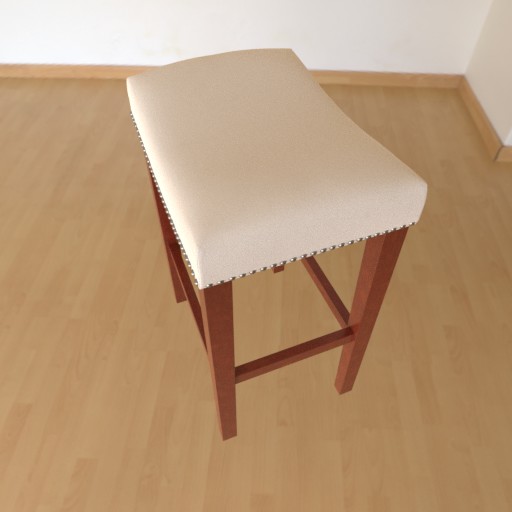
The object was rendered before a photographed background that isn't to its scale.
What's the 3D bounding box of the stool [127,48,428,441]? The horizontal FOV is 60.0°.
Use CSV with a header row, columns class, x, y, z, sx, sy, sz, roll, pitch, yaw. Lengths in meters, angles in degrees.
class,x,y,z,sx,sy,sz,roll,pitch,yaw
stool,0.000,0.000,1.016,0.372,0.742,0.504,-16,51,-14
